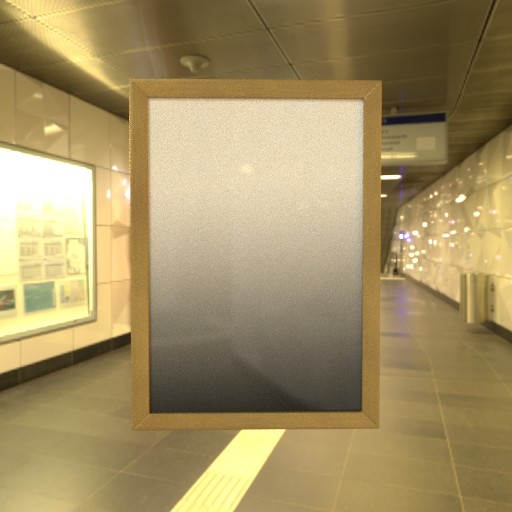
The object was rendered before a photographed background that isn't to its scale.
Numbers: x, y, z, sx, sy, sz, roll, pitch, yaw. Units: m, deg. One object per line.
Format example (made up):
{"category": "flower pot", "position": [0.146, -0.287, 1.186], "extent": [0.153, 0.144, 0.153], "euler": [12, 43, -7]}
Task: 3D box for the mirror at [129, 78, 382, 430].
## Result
{"category": "mirror", "position": [0.000, 0.000, 0.918], "extent": [0.507, 0.710, 0.040], "euler": [0, 1, -1]}
